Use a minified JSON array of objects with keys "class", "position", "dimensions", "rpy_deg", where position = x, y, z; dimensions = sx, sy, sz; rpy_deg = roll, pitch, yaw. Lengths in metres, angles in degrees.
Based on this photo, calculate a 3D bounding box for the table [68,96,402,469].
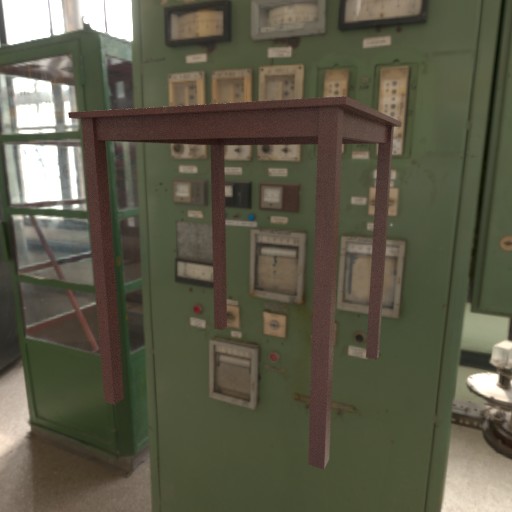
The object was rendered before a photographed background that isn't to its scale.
[{"class":"table","position":[0.000,0.000,1.659],"dimensions":[0.861,0.991,0.861],"rpy_deg":[6,14,25]}]
